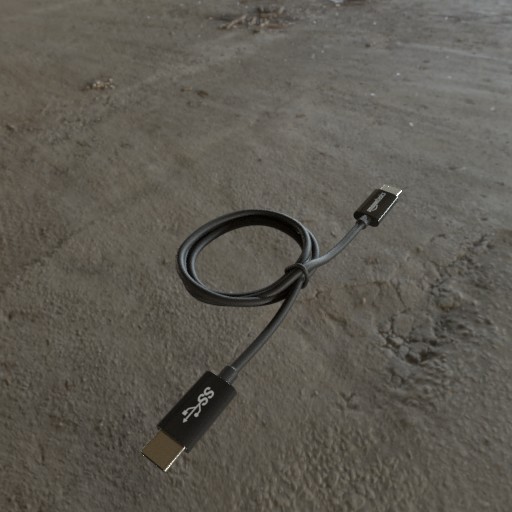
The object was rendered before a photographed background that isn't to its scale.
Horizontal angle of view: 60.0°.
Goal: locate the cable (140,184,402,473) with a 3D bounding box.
[{"bbox_3d":[0.000,0.000,0.203,0.070,0.014,0.186,26,48,25],"label":"cable"}]
